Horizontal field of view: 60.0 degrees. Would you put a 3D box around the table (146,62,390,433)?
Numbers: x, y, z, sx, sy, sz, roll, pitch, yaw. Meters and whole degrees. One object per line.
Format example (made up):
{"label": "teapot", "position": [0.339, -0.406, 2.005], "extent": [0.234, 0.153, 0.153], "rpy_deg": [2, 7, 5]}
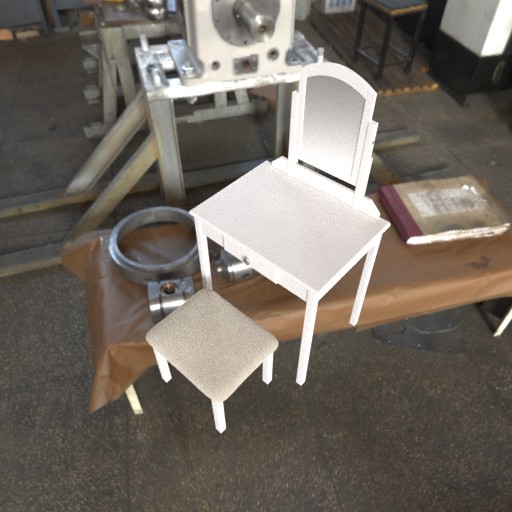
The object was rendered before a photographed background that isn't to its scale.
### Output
{"label": "table", "position": [0.000, 0.000, 2.319], "extent": [0.876, 1.631, 1.211], "rpy_deg": [33, 54, 27]}
